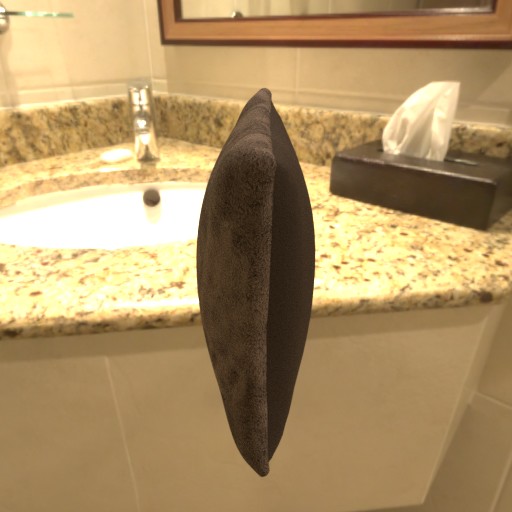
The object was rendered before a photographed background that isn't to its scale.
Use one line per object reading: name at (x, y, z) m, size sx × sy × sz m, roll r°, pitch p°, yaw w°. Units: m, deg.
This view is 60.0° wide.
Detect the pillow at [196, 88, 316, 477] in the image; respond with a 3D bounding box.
pillow at (0.000, 0.000, 0.799) m, size 0.204 × 0.520 × 0.522 m, roll 0°, pitch 27°, yaw 1°
